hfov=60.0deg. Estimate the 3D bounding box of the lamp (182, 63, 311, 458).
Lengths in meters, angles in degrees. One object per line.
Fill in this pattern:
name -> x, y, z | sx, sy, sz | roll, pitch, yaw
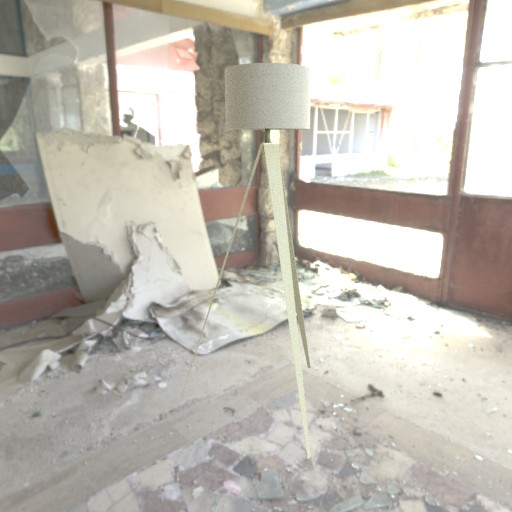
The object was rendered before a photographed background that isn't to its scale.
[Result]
lamp -> 0.000, 0.000, 1.929 | 0.716, 1.524, 0.724 | -2, 15, -7
